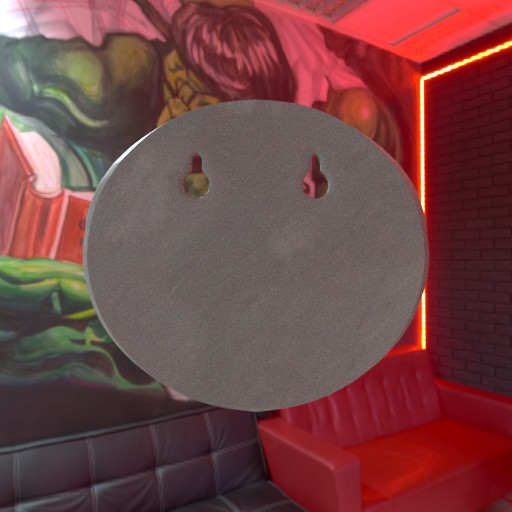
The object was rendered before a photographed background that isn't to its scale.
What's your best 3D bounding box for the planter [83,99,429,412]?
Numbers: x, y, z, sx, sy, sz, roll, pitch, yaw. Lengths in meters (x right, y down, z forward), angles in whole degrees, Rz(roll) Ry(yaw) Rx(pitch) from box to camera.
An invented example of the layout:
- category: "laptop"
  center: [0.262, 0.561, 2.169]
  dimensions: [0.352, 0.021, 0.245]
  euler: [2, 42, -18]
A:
- category: "planter"
  center: [0.000, 0.000, 0.268]
  dimensions: [0.190, 0.164, 0.073]
  euler: [0, -1, 0]
